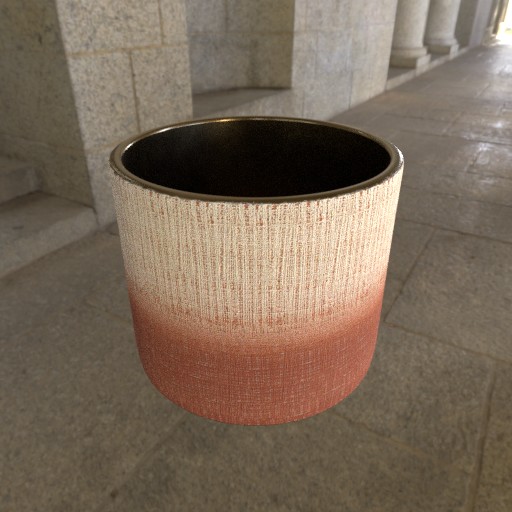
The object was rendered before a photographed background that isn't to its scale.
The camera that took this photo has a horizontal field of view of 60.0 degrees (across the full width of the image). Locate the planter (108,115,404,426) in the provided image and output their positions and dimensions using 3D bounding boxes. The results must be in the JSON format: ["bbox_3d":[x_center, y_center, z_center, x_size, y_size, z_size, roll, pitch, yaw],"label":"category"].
[{"bbox_3d":[0.000,0.000,0.442,0.254,0.221,0.254,0,30,0],"label":"planter"}]
